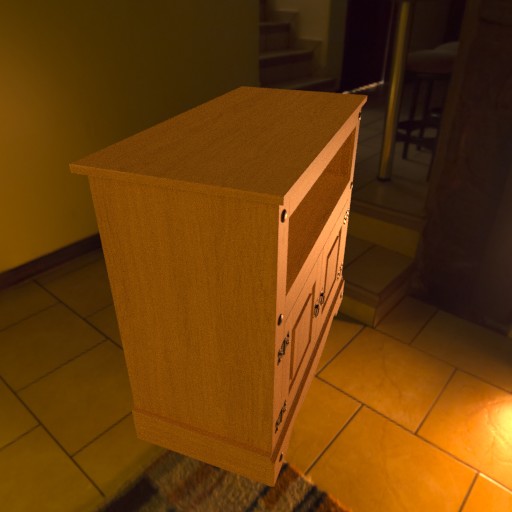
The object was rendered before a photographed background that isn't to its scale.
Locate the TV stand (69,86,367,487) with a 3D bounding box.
[{"bbox_3d":[0.000,0.000,1.314,0.430,0.787,0.851,11,33,18],"label":"TV stand"}]
